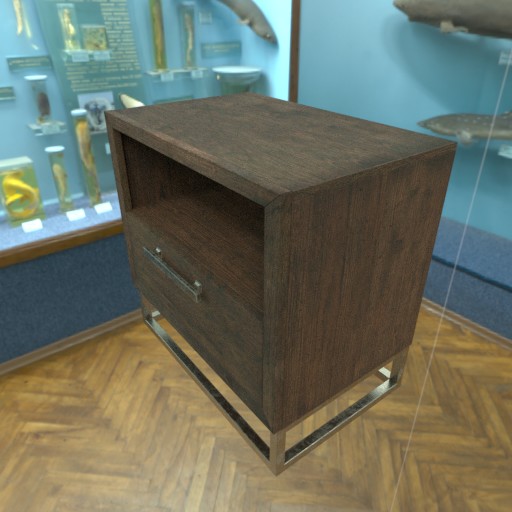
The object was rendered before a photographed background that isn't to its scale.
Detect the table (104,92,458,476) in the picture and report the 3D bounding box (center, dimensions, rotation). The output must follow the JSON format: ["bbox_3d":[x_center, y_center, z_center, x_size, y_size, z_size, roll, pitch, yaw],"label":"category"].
[{"bbox_3d":[0.000,0.000,1.280,0.542,0.746,0.767,-21,36,-32],"label":"table"}]
